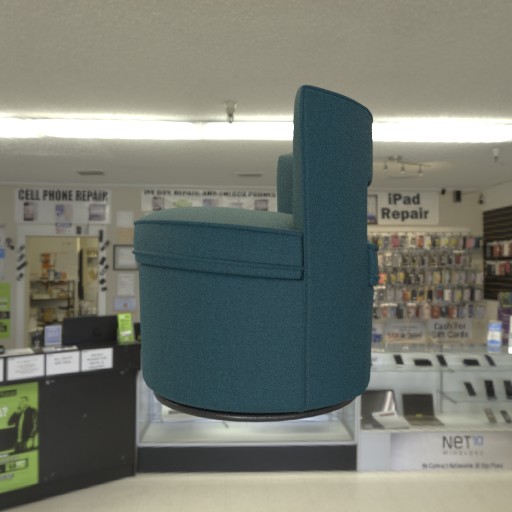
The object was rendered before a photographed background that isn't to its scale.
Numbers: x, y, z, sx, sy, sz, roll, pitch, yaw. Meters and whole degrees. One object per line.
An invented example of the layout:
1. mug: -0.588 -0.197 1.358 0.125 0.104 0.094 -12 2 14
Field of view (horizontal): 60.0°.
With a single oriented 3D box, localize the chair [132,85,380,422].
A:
1. chair: 0.000 0.000 1.225 0.660 0.711 0.684 0 -1 -1
